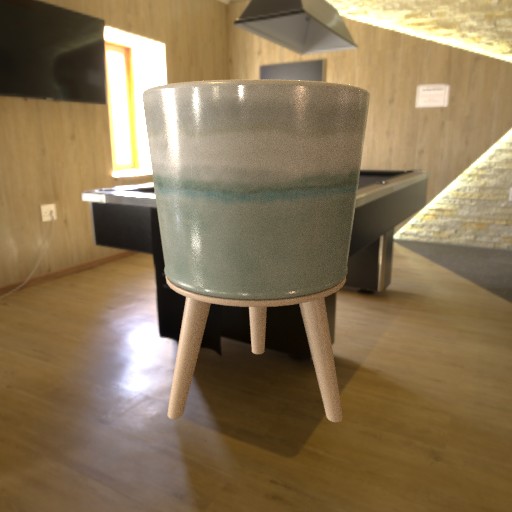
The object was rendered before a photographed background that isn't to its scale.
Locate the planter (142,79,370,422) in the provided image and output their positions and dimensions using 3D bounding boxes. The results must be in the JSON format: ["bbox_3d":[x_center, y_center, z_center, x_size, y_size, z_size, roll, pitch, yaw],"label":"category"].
[{"bbox_3d":[0.000,0.000,0.581,0.265,0.404,0.265,14,21,43],"label":"planter"}]
